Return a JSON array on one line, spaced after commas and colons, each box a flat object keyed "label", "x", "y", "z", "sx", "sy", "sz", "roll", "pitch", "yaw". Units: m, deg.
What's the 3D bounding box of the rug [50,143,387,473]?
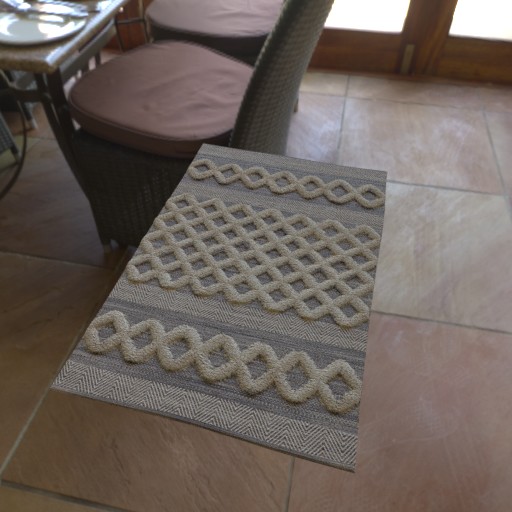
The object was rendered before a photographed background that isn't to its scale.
[{"label": "rug", "x": 0.000, "y": 0.000, "z": 2.257, "sx": 1.222, "sy": 0.030, "sz": 1.823, "roll": 11, "pitch": 48, "yaw": 10}]
